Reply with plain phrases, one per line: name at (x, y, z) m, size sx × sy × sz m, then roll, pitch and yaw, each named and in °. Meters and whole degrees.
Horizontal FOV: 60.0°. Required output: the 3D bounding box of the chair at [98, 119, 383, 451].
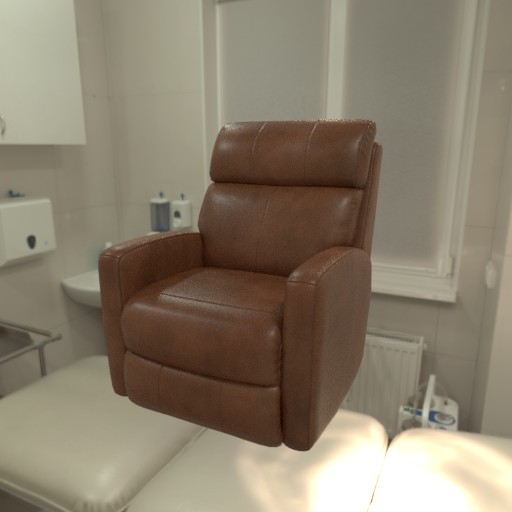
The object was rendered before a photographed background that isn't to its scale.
chair at (0.000, 0.000, 1.673) m, size 0.787 × 1.016 × 0.939 m, roll 7°, pitch 15°, yaw 25°
